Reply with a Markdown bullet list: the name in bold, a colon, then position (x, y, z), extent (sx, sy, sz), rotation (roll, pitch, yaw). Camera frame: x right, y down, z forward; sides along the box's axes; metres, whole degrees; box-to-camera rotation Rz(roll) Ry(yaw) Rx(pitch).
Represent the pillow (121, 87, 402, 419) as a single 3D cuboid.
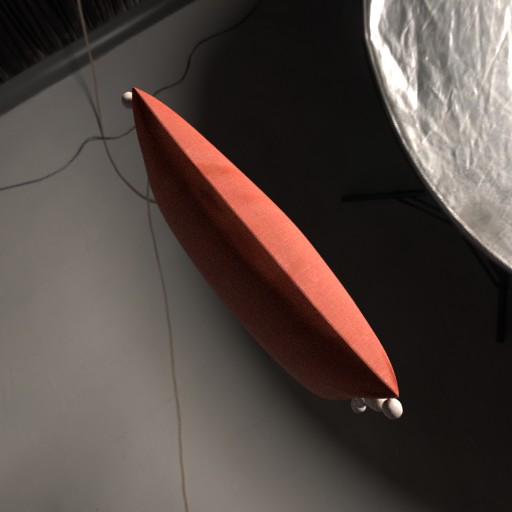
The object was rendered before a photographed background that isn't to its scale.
- **pillow**: position (0.000, 0.000, 0.835), extent (0.201, 0.322, 0.709), rotation (-38, 77, -10)
